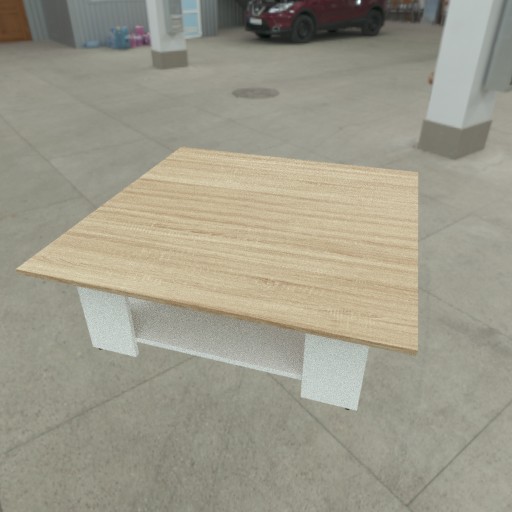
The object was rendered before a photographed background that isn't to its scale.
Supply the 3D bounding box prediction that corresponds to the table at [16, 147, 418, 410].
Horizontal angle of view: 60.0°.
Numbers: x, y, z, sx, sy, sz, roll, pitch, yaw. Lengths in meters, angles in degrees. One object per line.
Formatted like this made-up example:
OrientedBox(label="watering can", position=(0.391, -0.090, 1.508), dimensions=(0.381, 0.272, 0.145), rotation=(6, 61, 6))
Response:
OrientedBox(label="table", position=(0.000, 0.000, 1.354), dimensions=(0.890, 0.305, 0.890), rotation=(9, 34, 14))
